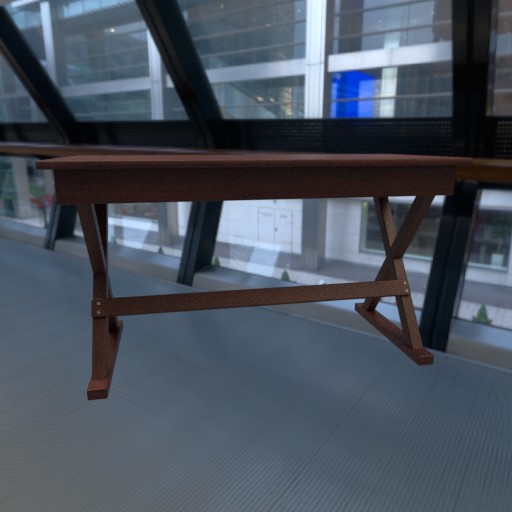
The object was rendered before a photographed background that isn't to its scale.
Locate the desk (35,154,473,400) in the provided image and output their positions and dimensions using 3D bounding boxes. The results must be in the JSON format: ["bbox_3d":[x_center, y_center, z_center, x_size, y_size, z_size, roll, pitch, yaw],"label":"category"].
[{"bbox_3d":[0.000,0.000,1.739,1.372,0.761,0.600,-3,14,-11],"label":"desk"}]
